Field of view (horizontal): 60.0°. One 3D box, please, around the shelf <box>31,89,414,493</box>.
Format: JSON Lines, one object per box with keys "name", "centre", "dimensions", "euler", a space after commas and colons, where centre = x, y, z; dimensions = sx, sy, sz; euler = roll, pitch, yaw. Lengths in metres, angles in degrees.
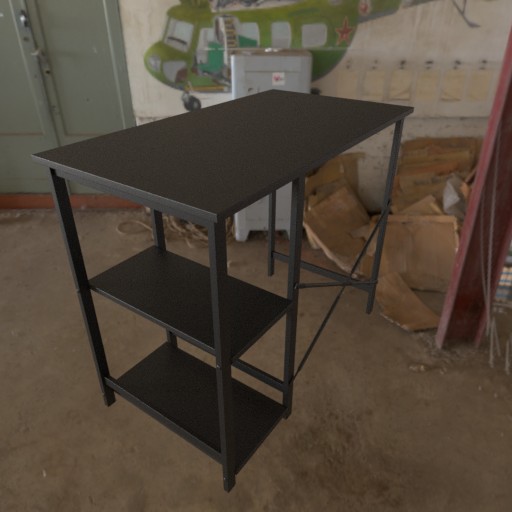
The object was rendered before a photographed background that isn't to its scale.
{"name": "shelf", "centre": [0.000, 0.000, 1.296], "dimensions": [0.498, 0.749, 0.902], "euler": [20, 36, 30]}
